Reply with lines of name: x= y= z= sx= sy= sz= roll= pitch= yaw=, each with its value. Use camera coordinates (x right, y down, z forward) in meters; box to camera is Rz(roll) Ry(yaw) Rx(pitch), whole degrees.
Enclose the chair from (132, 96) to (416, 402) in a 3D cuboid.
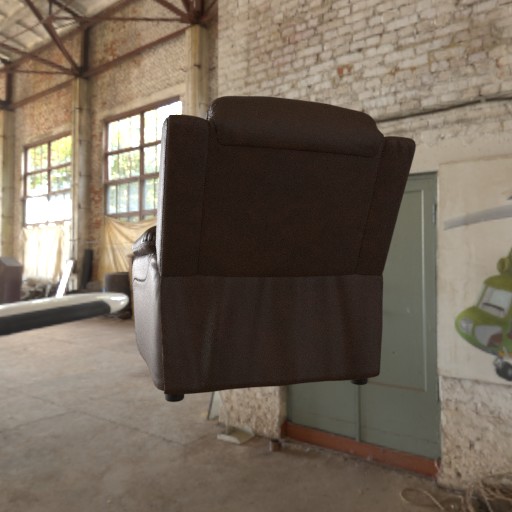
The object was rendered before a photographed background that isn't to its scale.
chair: x=0.000 y=0.000 z=1.287 sx=0.680 sy=0.702 sz=0.707 roll=0 pitch=-1 yaw=-17
